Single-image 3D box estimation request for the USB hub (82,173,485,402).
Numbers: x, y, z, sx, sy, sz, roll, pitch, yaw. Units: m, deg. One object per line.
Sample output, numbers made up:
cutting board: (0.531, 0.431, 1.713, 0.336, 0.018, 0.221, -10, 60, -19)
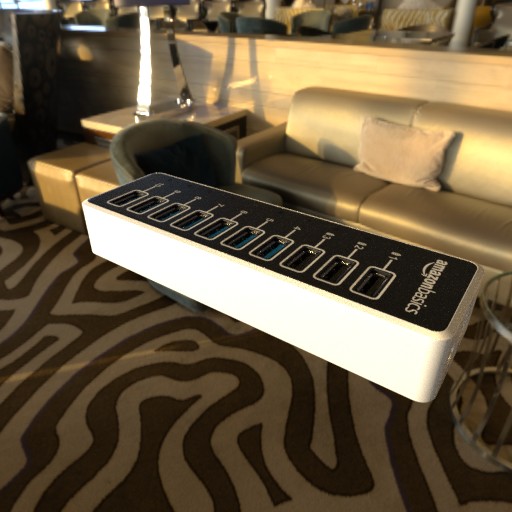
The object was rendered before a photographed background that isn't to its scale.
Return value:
USB hub: (0.000, 0.000, 0.163, 0.145, 0.023, 0.044, 20, 36, 30)
